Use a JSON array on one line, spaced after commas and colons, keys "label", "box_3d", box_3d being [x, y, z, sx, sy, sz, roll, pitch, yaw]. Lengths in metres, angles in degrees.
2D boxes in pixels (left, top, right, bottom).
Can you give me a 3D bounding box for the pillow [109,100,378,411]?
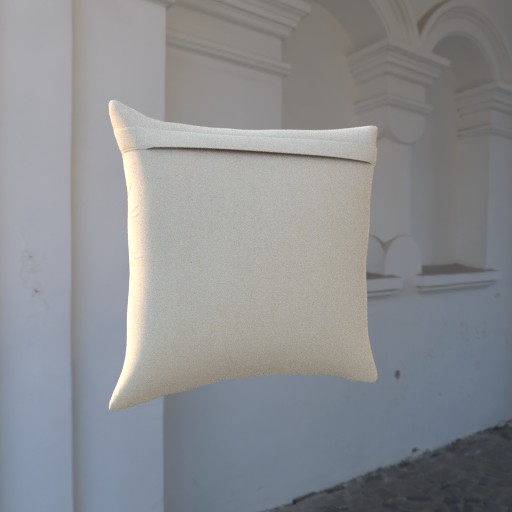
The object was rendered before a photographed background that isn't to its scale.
[{"label": "pillow", "box_3d": [0.000, 0.000, 0.640, 0.405, 0.406, 0.173, 0, 1, -18]}]
